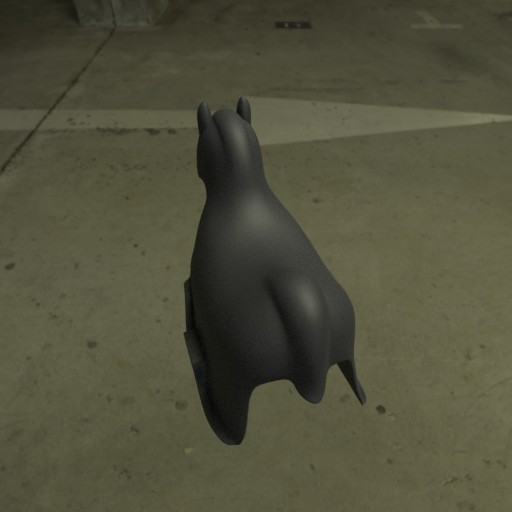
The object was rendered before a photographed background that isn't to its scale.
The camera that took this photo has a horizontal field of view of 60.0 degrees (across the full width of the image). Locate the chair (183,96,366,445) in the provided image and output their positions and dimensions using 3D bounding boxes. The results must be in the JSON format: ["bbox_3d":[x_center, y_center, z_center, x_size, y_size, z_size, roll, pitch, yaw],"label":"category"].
[{"bbox_3d":[0.000,0.000,1.137,0.429,0.612,0.800,-12,43,-13],"label":"chair"}]
